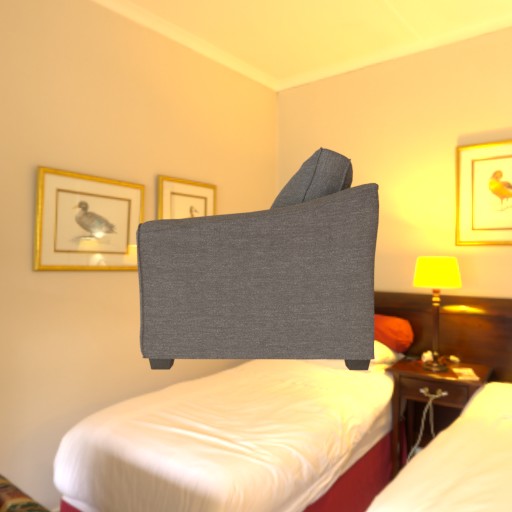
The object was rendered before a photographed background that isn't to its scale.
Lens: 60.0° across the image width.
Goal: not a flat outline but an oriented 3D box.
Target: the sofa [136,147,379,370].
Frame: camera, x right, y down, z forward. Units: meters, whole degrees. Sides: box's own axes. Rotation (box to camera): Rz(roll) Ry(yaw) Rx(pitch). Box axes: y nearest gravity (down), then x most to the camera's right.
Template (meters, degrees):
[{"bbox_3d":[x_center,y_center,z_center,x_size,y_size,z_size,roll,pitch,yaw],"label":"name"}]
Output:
[{"bbox_3d":[0.000,0.000,2.826,0.971,0.950,2.270,0,0,0],"label":"sofa"}]
